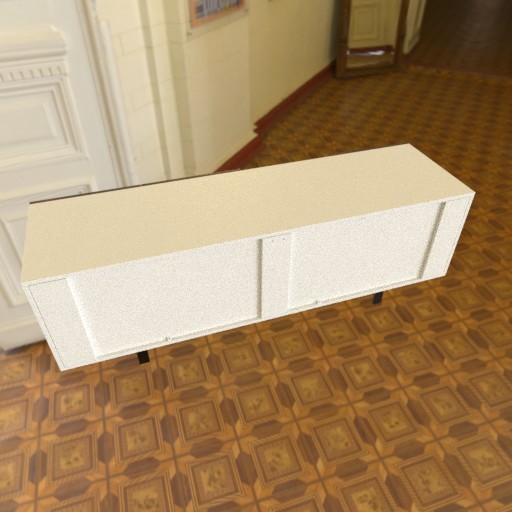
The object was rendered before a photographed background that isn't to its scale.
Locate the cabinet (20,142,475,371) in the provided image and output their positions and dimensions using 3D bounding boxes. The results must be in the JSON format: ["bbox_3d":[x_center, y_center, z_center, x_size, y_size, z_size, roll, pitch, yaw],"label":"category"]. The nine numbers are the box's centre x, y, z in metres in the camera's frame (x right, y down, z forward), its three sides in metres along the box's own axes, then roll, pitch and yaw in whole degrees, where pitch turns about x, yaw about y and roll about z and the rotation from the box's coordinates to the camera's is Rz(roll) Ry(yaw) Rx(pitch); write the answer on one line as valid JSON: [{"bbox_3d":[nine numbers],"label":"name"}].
[{"bbox_3d":[0.000,0.000,1.718,1.499,0.533,0.431,-12,41,-14],"label":"cabinet"}]
